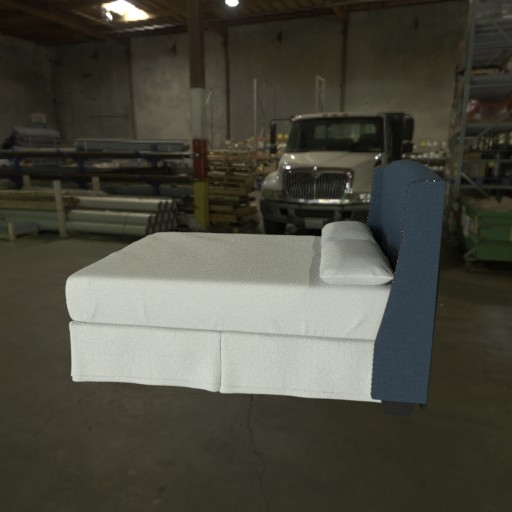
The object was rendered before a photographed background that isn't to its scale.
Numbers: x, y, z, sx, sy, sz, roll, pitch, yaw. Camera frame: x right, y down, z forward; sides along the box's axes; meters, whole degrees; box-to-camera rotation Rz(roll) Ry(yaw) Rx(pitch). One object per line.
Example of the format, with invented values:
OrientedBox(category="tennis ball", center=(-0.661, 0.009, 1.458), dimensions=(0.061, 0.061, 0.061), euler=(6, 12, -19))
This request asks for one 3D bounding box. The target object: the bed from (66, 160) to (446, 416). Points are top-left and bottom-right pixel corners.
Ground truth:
OrientedBox(category="bed", center=(0.000, 0.000, 3.315), dimensions=(2.237, 1.407, 1.710), euler=(2, 14, 8))
